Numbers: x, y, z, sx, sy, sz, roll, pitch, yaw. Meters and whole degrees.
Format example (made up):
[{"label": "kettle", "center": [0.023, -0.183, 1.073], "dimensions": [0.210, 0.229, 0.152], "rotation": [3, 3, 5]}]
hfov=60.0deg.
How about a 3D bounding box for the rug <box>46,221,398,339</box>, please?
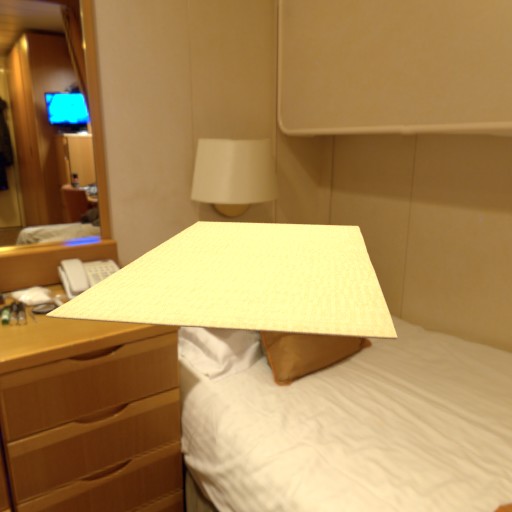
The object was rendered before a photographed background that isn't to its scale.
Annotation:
[{"label": "rug", "center": [0.000, 0.000, 3.025], "dimensions": [1.531, 0.014, 2.441], "rotation": [2, 15, 9]}]
